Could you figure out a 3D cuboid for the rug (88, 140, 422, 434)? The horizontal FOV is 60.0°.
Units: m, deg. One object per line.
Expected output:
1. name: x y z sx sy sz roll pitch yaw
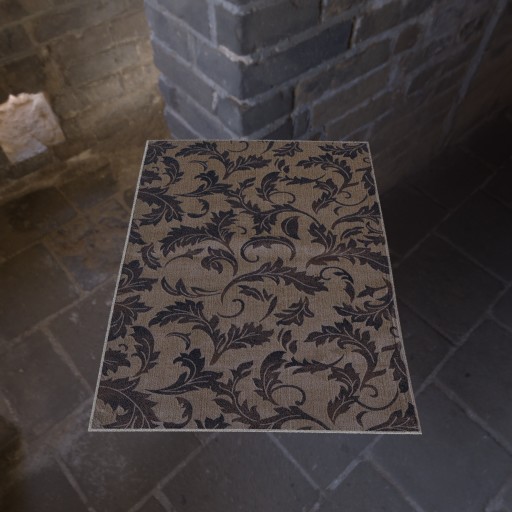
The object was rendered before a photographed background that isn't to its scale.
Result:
1. rug: 0.000 0.000 3.944 2.380 0.008 2.977 0 57 0
